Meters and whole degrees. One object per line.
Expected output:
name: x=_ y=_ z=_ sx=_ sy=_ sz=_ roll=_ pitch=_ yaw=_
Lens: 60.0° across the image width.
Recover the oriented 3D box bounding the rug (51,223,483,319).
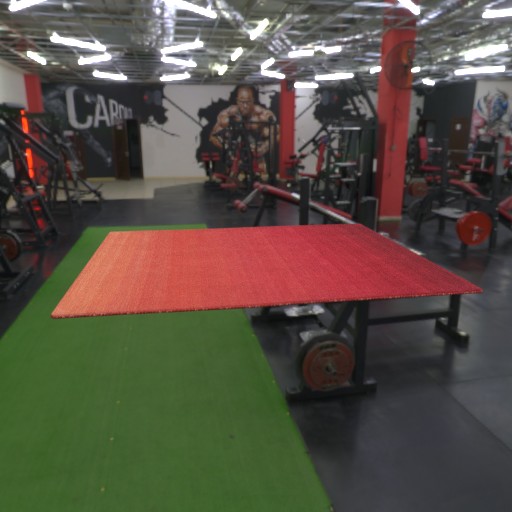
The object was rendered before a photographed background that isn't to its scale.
rug: x=0.000 y=0.000 z=4.000 sx=2.905 sy=0.028 sz=2.340 roll=-2 pitch=16 yaw=-9
